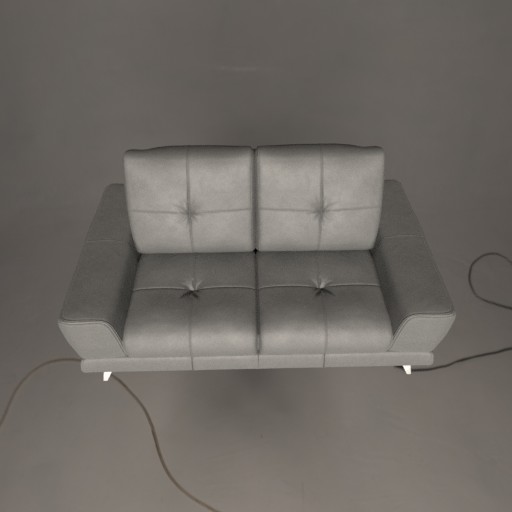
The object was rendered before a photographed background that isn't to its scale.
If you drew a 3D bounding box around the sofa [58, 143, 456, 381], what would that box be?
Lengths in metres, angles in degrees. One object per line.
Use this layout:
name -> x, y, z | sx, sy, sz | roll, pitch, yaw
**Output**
sofa -> 0.000, 0.000, 2.343 | 1.806, 0.907, 1.018 | -1, 46, -1
